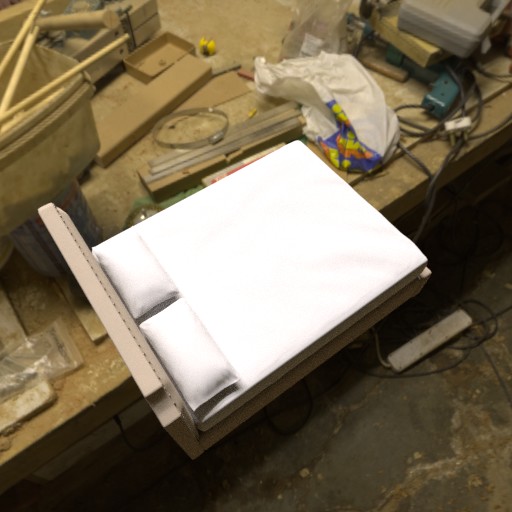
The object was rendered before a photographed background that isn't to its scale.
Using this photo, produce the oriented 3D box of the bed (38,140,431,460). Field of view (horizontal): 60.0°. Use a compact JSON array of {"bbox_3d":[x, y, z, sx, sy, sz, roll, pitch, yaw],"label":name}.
[{"bbox_3d":[0.000,0.000,3.400,2.329,1.415,1.703,-31,63,-18],"label":"bed"}]
